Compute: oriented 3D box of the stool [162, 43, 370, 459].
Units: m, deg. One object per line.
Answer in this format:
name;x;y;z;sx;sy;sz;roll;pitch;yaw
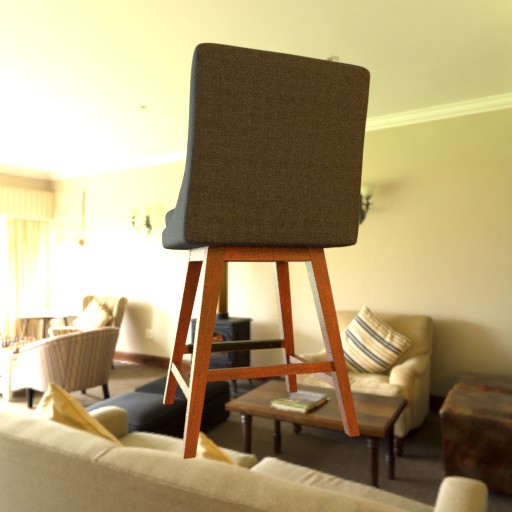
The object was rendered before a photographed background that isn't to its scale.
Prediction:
stool;0.000;0.000;1.209;0.467;0.895;0.524;0;-1;-18
